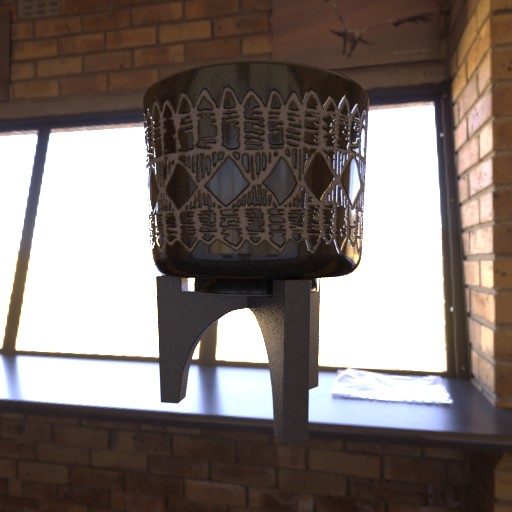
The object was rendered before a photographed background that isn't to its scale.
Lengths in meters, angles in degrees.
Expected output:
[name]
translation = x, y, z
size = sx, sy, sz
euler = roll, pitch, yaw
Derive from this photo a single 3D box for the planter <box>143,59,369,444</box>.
[planter]
translation = 0.000, 0.000, 0.394
size = 0.196, 0.264, 0.196
euler = 0, -1, -19
